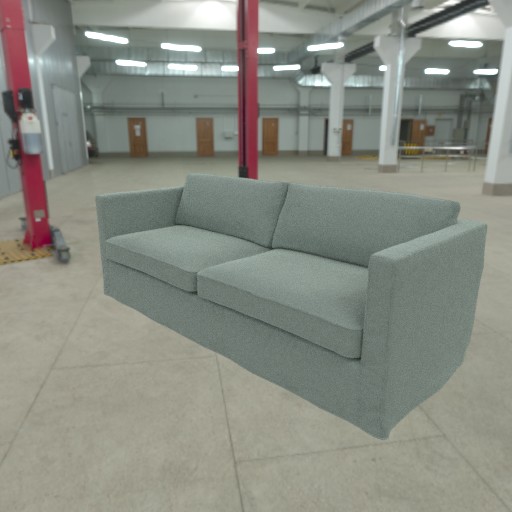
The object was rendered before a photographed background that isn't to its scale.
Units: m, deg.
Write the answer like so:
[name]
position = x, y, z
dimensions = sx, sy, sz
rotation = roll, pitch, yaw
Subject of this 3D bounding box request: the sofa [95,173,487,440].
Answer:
[sofa]
position = 0.000, 0.000, 2.689
dimensions = 2.312, 0.853, 0.962
rotation = 15, 22, 43
